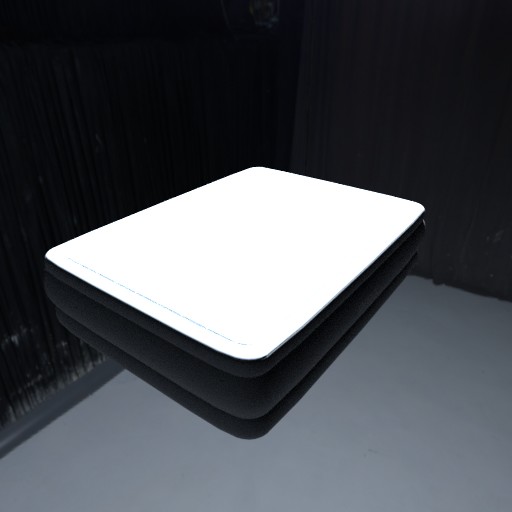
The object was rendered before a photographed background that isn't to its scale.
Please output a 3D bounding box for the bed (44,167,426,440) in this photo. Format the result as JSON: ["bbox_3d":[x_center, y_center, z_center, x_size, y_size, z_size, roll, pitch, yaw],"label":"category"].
[{"bbox_3d":[0.000,0.000,2.729,1.520,0.460,2.036,20,35,32],"label":"bed"}]
